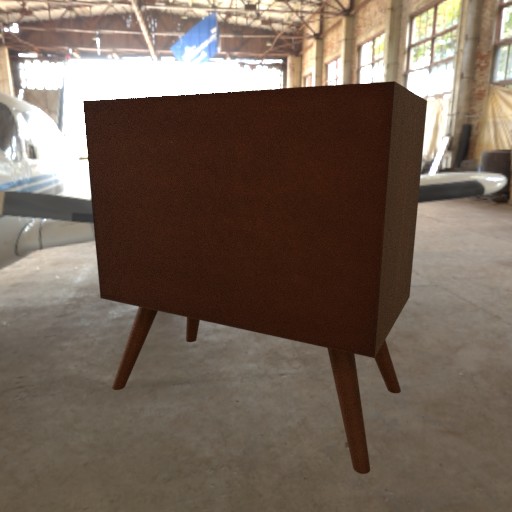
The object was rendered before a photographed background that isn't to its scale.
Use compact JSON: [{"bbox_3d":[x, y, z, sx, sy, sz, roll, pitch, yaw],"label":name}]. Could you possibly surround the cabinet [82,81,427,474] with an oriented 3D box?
[{"bbox_3d":[0.000,0.000,1.127,0.712,0.748,0.388,7,16,27],"label":"cabinet"}]
